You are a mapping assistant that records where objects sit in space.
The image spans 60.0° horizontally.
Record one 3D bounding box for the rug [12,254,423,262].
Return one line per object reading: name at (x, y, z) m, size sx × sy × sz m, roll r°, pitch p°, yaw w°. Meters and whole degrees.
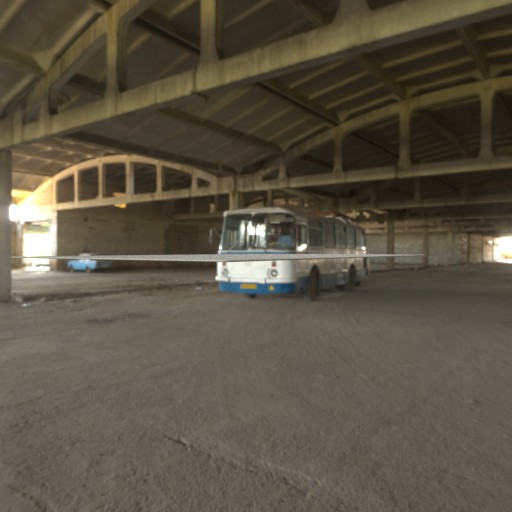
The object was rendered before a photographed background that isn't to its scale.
rug at (0.000, 0.000, 2.943) m, size 1.523 × 0.008 × 2.438 m, roll 1°, pitch 1°, yaw 36°
